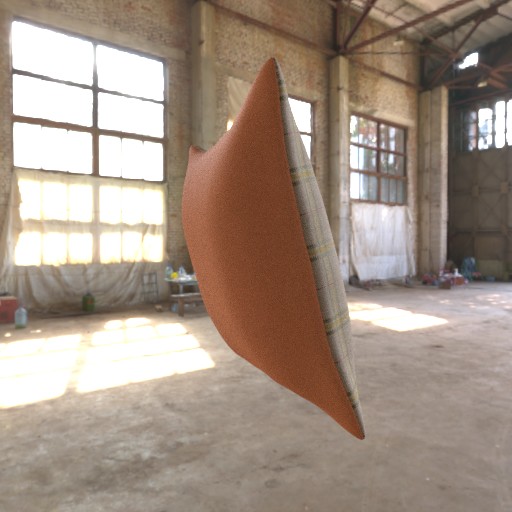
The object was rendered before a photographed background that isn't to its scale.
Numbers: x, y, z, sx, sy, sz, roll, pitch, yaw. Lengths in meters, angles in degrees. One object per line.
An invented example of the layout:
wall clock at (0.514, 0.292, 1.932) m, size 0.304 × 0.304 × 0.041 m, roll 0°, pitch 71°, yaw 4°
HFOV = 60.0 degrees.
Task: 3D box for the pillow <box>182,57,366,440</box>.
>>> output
pillow at (0.000, 0.000, 0.697) m, size 0.200 × 0.430 × 0.453 m, roll 0°, pitch 2°, yaw -19°
